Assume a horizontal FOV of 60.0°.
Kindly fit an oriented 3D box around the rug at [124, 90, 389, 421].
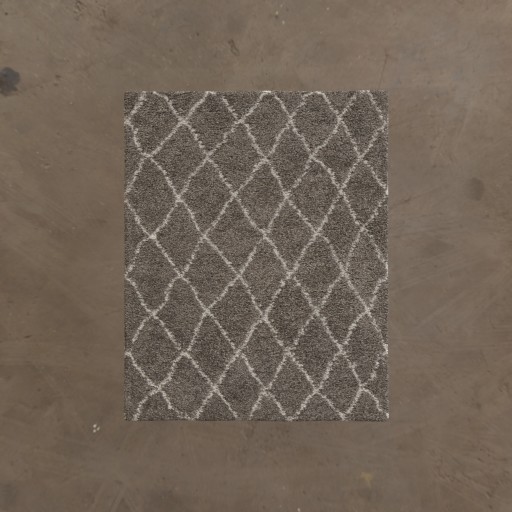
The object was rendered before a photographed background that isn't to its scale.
[{"bbox_3d":[0.000,0.000,4.092,2.438,0.029,3.047,0,90,0],"label":"rug"}]
